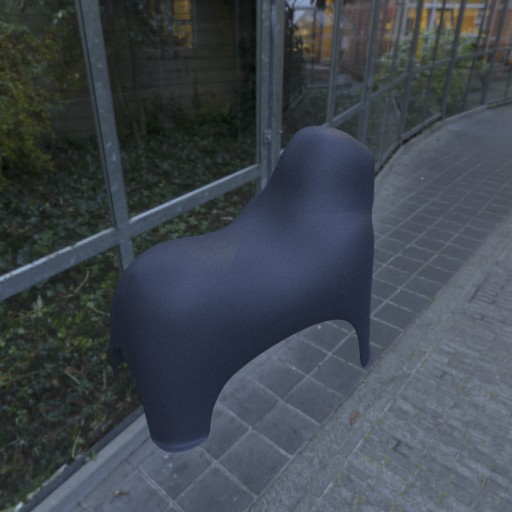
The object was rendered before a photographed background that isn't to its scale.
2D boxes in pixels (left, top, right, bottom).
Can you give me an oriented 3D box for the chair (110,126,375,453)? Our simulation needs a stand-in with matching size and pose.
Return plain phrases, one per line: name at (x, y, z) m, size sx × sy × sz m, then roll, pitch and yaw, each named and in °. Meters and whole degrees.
chair at (0.000, 0.000, 1.134) m, size 0.758 × 0.600 × 0.490 m, roll -19°, pitch 33°, yaw -32°
